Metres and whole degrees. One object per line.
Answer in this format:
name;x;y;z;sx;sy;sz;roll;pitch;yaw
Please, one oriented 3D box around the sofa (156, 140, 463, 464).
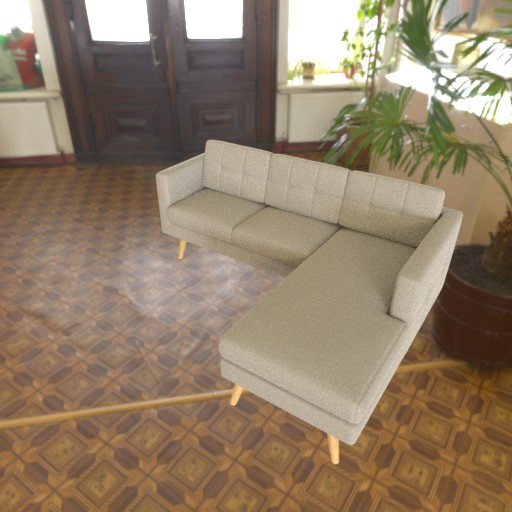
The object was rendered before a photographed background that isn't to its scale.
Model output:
sofa;0.000;0.000;2.769;2.040;0.860;1.530;20;37;29
